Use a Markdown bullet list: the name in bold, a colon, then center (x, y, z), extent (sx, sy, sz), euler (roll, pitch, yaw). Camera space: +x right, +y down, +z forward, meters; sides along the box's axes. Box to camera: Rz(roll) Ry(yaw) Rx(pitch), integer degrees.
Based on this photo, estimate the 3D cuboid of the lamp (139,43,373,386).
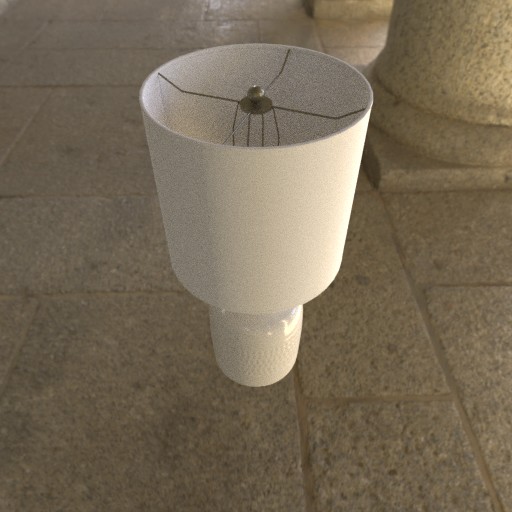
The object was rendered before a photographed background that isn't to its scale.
- **lamp**: center (0.000, 0.000, 0.500), extent (0.188, 0.392, 0.188), euler (-23, 50, -21)
